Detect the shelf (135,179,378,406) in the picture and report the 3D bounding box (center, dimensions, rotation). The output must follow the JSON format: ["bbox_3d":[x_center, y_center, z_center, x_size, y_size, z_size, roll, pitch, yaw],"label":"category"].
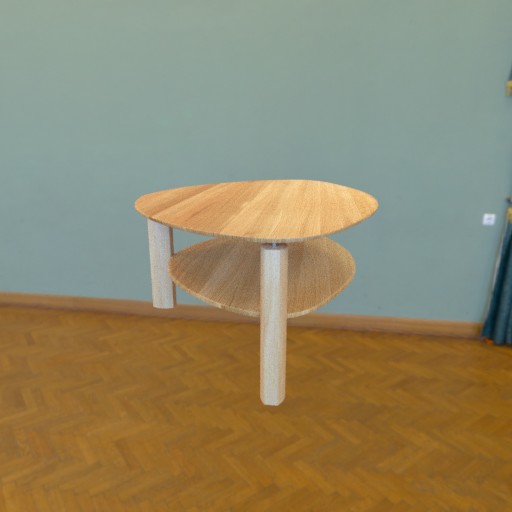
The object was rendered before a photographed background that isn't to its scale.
[{"bbox_3d":[0.000,0.000,1.655,0.845,0.440,1.246,2,16,8],"label":"shelf"}]
